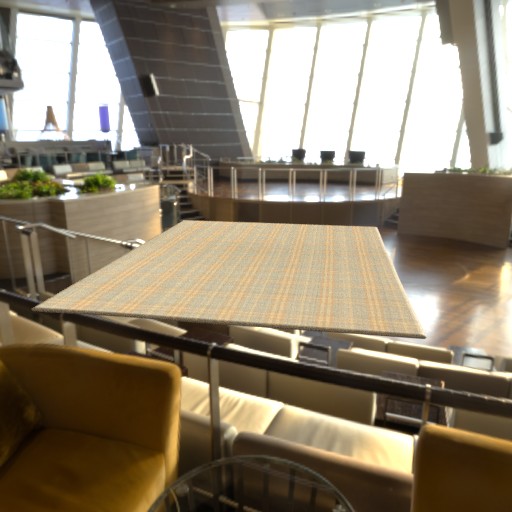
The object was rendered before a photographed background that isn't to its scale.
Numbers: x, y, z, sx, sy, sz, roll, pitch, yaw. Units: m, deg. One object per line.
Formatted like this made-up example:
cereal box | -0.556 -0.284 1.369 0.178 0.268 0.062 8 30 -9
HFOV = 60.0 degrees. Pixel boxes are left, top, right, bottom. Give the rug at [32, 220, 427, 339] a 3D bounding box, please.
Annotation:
rug | 0.000 0.000 4.132 2.462 0.030 3.066 3 16 9
